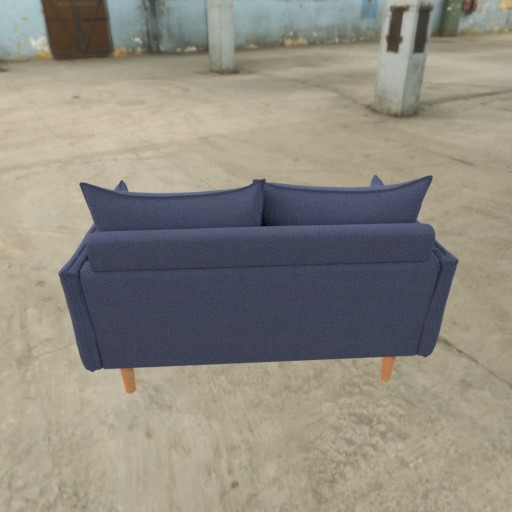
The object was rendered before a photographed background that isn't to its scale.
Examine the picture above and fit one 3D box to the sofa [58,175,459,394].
[{"bbox_3d":[0.000,0.000,1.843,1.300,0.840,0.820,-2,29,-3],"label":"sofa"}]
